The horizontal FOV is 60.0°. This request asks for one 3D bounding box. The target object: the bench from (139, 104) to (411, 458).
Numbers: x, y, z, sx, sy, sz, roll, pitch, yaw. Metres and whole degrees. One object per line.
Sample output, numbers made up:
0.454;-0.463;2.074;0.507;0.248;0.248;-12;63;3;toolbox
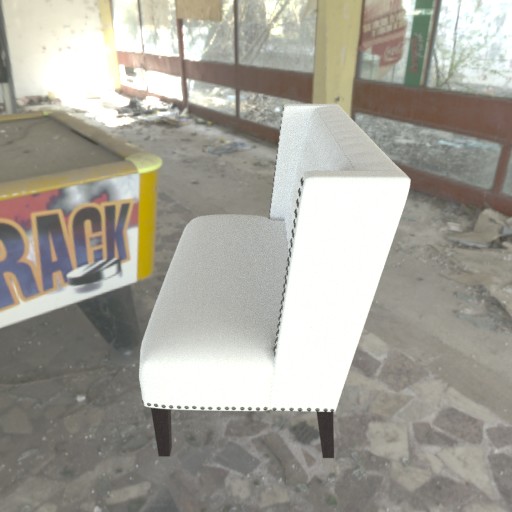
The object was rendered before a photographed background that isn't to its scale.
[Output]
0.000;0.000;1.991;0.847;1.123;1.280;0;27;1;bench
